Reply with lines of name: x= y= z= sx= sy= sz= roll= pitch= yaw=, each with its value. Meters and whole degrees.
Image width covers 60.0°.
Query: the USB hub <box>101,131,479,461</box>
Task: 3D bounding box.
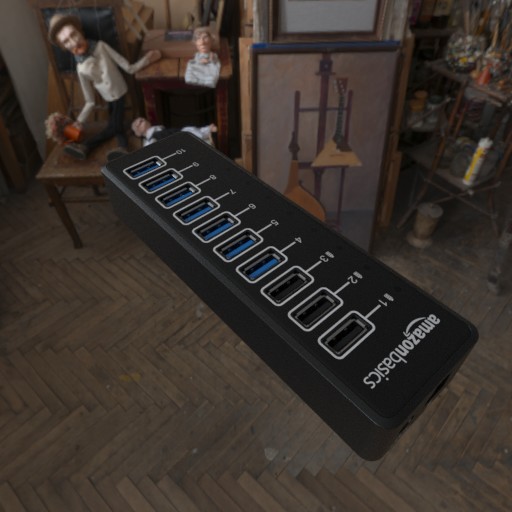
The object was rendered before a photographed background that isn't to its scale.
USB hub: x=0.000 y=0.000 z=0.159 sx=0.044 sy=0.023 sz=0.145 roll=-33 pitch=54 yaw=-27
